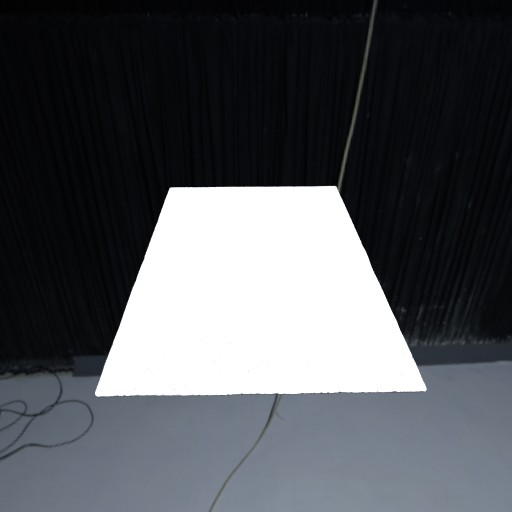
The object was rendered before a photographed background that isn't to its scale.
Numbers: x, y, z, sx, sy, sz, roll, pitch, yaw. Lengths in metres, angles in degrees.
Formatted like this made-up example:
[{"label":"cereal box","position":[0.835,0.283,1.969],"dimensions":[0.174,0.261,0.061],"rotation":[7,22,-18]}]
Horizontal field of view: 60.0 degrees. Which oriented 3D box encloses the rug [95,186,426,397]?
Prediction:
[{"label":"rug","position":[0.000,0.000,3.080],"dimensions":[1.546,0.010,2.442],"rotation":[-1,32,-1]}]
